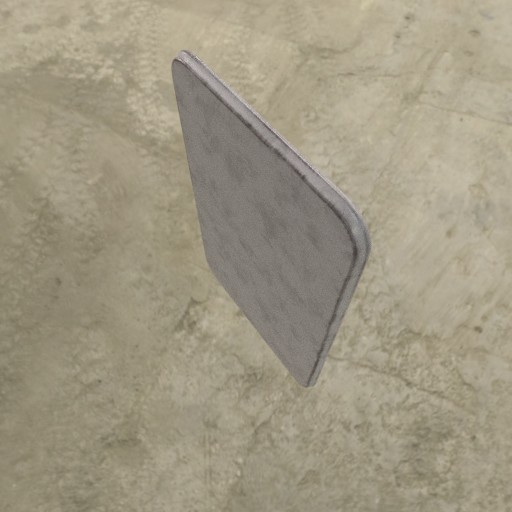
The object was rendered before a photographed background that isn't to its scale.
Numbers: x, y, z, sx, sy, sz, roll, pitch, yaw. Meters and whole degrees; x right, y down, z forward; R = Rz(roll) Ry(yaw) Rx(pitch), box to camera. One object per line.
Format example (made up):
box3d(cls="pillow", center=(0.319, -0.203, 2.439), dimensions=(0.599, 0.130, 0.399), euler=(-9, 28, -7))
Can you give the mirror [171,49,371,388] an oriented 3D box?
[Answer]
box3d(cls="mirror", center=(0.000, 0.000, 0.904), dimensions=(0.024, 0.713, 0.461), euler=(-32, 64, -18))
